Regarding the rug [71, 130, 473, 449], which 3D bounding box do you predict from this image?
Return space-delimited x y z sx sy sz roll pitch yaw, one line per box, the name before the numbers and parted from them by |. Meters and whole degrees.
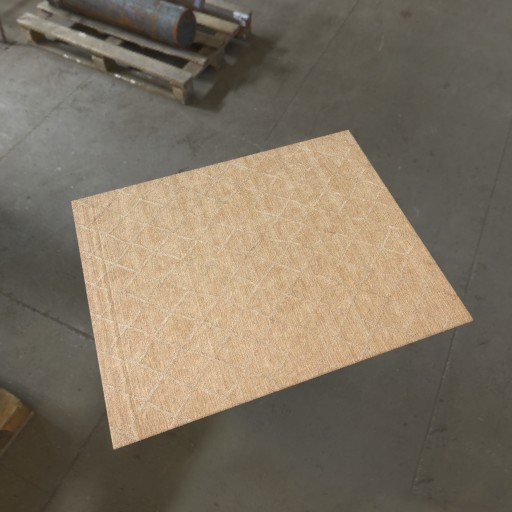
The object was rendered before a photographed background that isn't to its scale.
rug | 0.000 0.000 4.072 3.039 0.019 2.420 -17 60 -10
